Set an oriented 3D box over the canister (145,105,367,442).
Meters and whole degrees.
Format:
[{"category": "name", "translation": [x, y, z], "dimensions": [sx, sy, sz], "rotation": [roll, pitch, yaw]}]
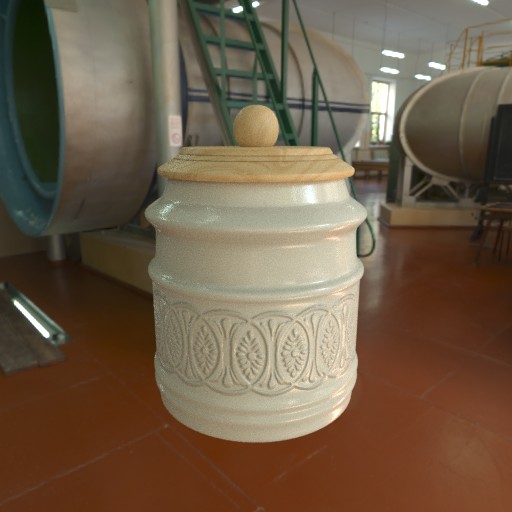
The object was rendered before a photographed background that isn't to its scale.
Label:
[{"category": "canister", "translation": [0.000, 0.000, 0.273], "dimensions": [0.130, 0.176, 0.130], "rotation": [0, 15, 0]}]
